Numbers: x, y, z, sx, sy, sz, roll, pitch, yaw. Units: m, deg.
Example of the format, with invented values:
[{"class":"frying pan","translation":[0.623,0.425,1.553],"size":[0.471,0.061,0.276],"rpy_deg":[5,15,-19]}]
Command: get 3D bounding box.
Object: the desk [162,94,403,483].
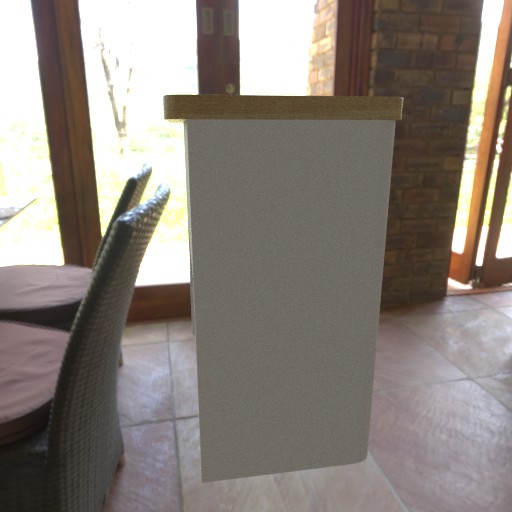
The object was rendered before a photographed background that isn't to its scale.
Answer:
[{"class":"desk","translation":[0.000,0.000,1.228],"size":[0.440,0.790,0.760],"rpy_deg":[-3,16,-9]}]
